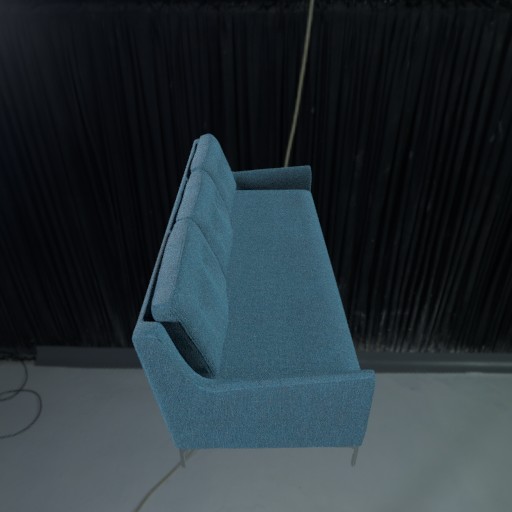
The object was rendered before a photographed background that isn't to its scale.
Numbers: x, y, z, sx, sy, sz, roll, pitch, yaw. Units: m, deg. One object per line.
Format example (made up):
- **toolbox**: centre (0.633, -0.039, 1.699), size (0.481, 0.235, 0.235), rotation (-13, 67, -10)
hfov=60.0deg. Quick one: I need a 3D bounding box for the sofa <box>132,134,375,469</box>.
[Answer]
- **sofa**: centre (0.000, 0.000, 2.487), size (0.849, 0.837, 2.060), rotation (0, 33, -1)
